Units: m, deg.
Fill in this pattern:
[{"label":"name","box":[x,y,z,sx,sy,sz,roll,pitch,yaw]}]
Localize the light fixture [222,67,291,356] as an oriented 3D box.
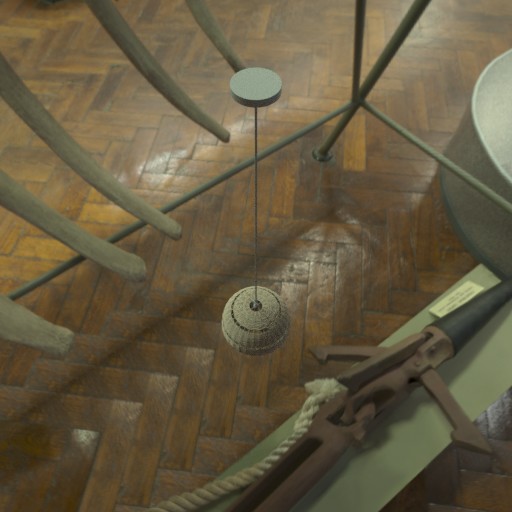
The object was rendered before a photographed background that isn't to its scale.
[{"label":"light fixture","box":[0.000,0.000,2.260,0.457,2.019,0.457,-32,63,-19]}]
